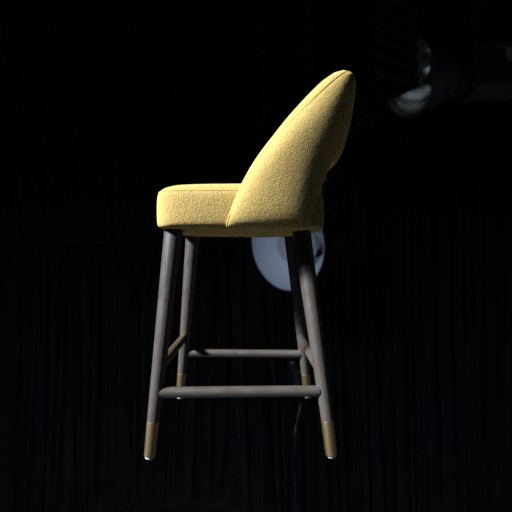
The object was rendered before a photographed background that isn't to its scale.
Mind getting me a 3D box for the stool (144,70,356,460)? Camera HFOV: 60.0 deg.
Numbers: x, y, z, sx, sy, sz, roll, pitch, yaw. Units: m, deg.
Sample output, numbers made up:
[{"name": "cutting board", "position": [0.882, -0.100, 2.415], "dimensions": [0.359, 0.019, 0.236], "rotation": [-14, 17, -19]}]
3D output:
[{"name": "stool", "position": [0.000, 0.000, 1.247], "dimensions": [0.522, 0.939, 0.536], "rotation": [0, 0, -1]}]
